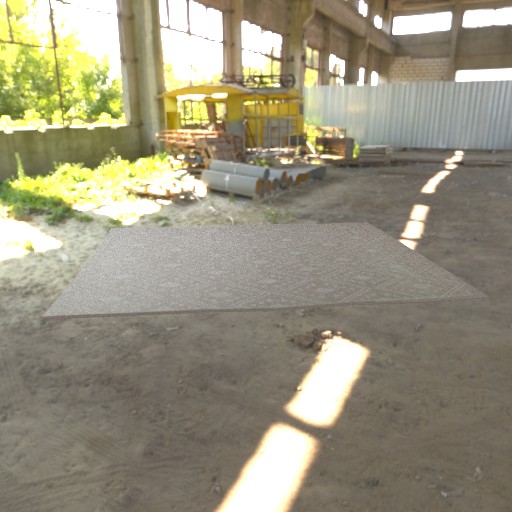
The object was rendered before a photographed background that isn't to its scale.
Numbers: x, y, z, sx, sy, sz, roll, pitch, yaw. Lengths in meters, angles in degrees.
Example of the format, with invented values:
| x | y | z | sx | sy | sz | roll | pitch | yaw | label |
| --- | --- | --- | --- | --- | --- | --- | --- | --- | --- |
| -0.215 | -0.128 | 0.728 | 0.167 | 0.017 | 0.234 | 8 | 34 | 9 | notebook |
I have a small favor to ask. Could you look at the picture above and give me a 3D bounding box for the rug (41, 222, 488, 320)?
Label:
| x | y | z | sx | sy | sz | roll | pitch | yaw | label |
| --- | --- | --- | --- | --- | --- | --- | --- | --- | --- |
| 0.000 | 0.000 | 4.073 | 3.011 | 0.054 | 2.399 | -2 | 17 | -7 | rug |
